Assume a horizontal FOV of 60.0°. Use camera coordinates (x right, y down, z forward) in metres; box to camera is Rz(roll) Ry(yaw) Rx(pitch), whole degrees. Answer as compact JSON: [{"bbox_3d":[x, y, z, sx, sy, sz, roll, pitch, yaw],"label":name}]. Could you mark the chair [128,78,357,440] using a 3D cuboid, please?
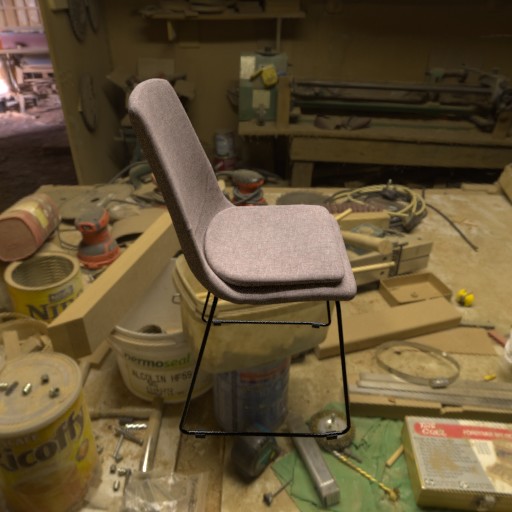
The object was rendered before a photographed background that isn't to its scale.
[{"bbox_3d":[0.000,0.000,1.168,0.518,0.858,0.479,1,31,1],"label":"chair"}]
